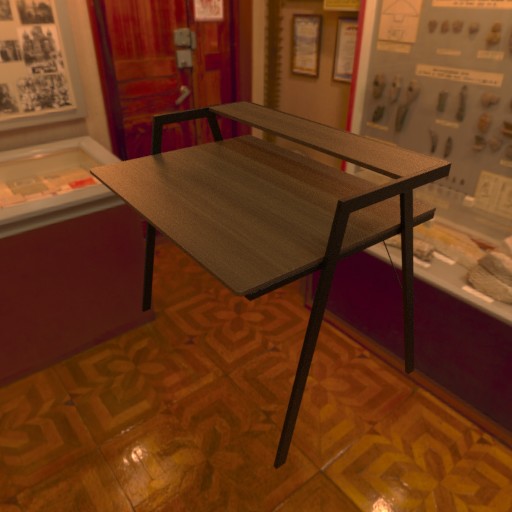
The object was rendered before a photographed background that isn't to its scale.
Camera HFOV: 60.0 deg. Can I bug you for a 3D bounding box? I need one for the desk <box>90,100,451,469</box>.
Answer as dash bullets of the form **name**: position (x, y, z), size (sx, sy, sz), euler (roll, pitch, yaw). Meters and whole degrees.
- **desk**: position (0.000, 0.000, 1.900), size (0.936, 0.998, 1.143), euler (-21, 37, -31)
